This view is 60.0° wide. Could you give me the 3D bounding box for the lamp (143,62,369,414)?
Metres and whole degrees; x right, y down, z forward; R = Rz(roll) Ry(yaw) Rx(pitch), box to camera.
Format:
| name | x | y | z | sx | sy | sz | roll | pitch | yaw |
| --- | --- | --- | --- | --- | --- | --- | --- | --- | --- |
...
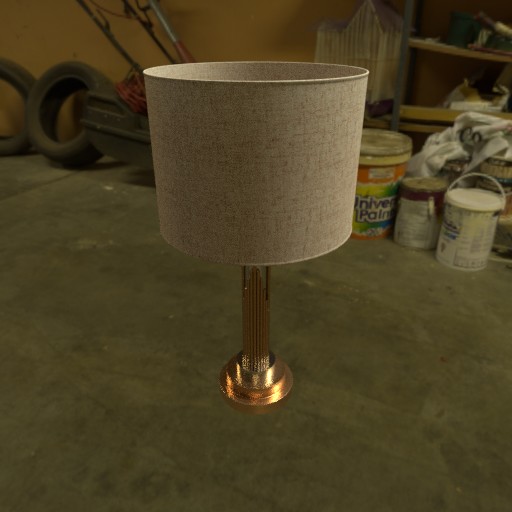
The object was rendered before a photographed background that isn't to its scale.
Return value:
| name | x | y | z | sx | sy | sz | roll | pitch | yaw |
| --- | --- | --- | --- | --- | --- | --- | --- | --- | --- |
| lamp | 0.000 | 0.000 | 0.784 | 0.321 | 0.610 | 0.321 | -9 | 29 | -17 |
